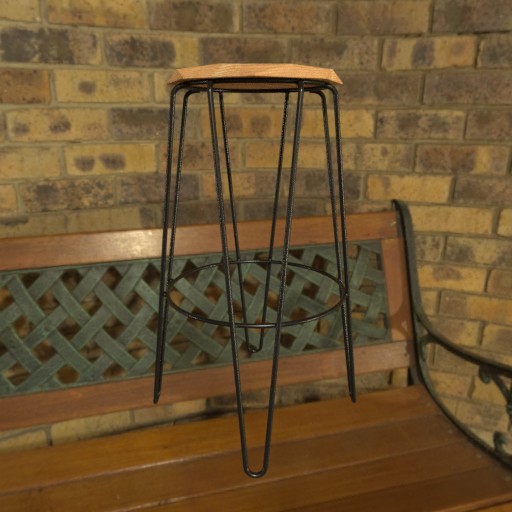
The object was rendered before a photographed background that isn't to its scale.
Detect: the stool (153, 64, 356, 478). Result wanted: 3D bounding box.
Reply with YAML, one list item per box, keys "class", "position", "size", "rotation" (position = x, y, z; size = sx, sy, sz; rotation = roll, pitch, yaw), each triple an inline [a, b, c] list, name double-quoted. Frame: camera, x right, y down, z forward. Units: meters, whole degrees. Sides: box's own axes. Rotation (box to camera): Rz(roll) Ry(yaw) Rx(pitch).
- class: "stool"
  position: [0.000, 0.000, 0.794]
  size: [0.326, 0.610, 0.326]
  rotation: [16, 23, 43]
